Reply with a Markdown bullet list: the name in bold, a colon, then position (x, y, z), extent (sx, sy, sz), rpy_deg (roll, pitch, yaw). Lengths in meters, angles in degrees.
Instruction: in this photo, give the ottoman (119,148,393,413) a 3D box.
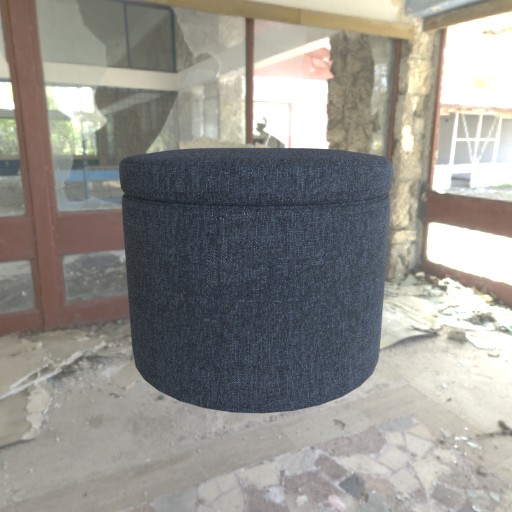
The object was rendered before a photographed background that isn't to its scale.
- **ottoman**: position (0.000, 0.000, 0.886), extent (0.500, 0.419, 0.500), rpy_deg (0, 14, 0)
